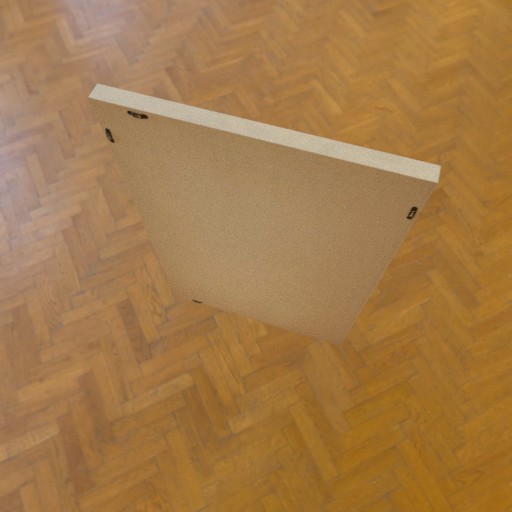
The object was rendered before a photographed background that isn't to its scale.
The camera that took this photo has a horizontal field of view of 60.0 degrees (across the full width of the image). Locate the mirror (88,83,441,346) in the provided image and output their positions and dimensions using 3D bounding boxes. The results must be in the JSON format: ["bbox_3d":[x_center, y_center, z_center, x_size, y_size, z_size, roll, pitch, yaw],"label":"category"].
[{"bbox_3d":[0.000,0.000,1.149,0.609,0.915,0.041,16,64,8],"label":"mirror"}]
